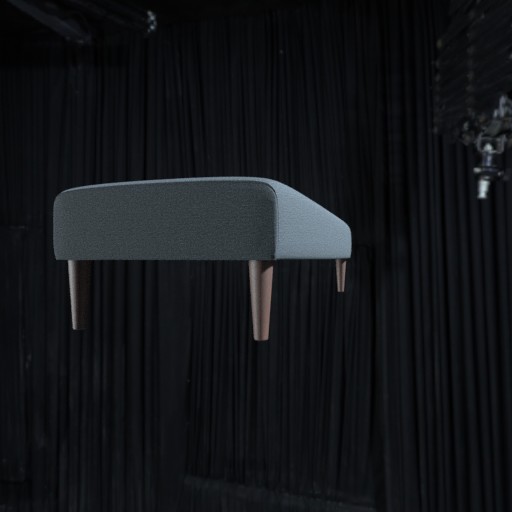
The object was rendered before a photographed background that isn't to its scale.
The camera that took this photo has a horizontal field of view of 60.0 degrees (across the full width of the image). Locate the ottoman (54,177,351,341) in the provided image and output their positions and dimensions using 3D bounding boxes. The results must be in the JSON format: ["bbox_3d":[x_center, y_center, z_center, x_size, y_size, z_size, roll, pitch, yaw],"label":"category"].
[{"bbox_3d":[0.000,0.000,1.830,0.646,0.393,1.609,0,0,18],"label":"ottoman"}]
